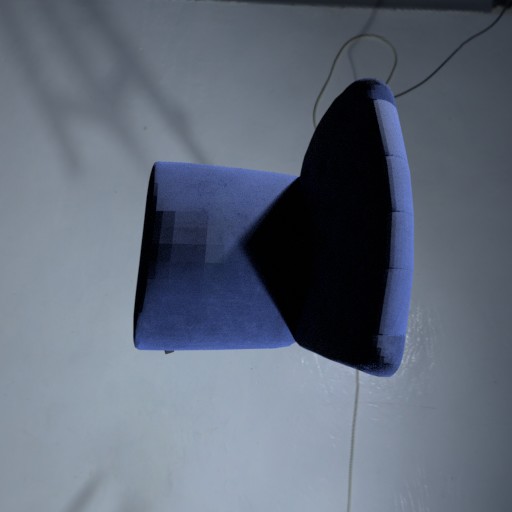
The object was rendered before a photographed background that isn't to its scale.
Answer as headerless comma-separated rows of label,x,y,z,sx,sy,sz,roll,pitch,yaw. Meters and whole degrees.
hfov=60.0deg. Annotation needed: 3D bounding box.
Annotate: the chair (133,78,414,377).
chair,0.000,0.000,1.179,0.606,0.753,0.585,3,76,1
